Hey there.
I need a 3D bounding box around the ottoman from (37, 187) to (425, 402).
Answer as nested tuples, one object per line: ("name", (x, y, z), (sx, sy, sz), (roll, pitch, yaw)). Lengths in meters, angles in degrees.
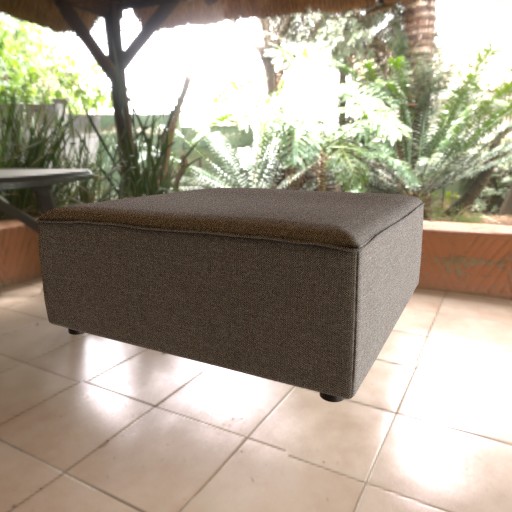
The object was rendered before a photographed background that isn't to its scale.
("ottoman", (0.000, 0.000, 1.590), (1.017, 0.423, 1.023), (7, 15, 27))
